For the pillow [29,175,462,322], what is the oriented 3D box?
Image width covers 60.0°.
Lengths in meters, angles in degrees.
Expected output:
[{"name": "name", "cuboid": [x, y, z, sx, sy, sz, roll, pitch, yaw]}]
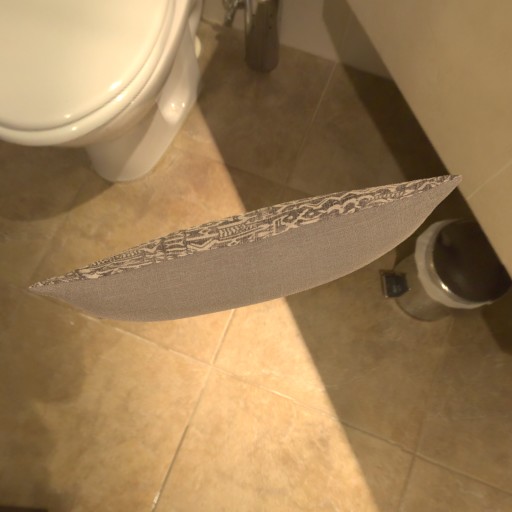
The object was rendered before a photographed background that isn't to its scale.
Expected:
[{"name": "pillow", "cuboid": [0.000, 0.000, 0.737, 0.631, 0.290, 0.148, -15, 76, -4]}]
